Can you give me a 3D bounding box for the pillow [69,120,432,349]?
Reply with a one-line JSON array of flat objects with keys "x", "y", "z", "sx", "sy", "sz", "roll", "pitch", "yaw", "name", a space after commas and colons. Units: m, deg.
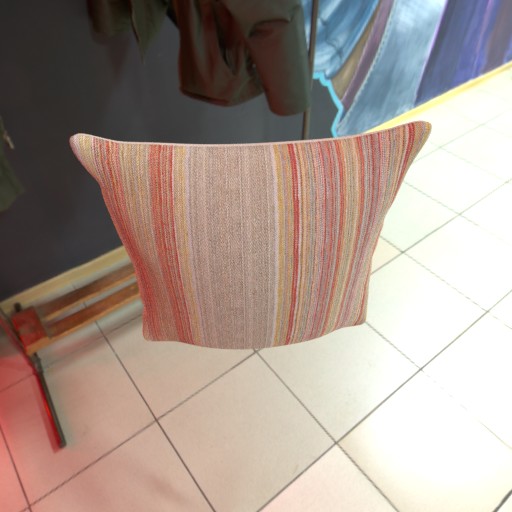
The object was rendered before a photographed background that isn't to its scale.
[{"x": 0.000, "y": 0.000, "z": 0.702, "sx": 0.451, "sy": 0.449, "sz": 0.191, "roll": -4, "pitch": 46, "yaw": -3, "name": "pillow"}]
